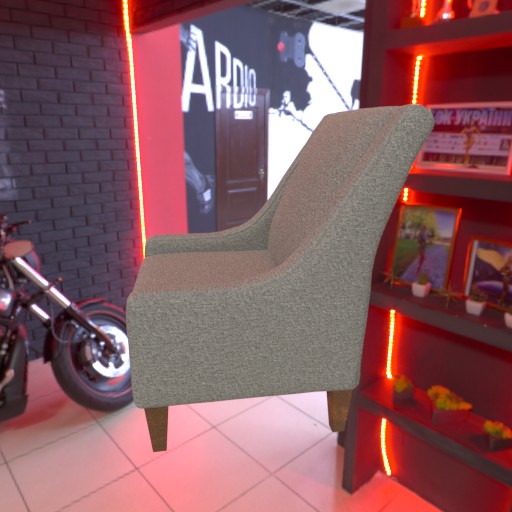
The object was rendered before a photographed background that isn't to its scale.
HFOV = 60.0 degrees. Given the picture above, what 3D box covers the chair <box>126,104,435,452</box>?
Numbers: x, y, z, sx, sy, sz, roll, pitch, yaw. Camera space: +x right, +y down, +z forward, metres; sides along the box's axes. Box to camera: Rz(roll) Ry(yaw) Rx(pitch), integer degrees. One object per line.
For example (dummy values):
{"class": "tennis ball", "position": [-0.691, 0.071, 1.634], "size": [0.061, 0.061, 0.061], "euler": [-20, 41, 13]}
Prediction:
{"class": "chair", "position": [0.000, 0.000, 1.604], "size": [0.870, 1.016, 0.774], "euler": [-3, 16, -9]}
